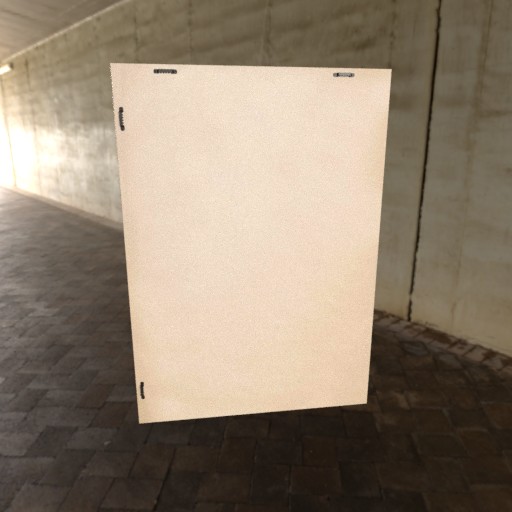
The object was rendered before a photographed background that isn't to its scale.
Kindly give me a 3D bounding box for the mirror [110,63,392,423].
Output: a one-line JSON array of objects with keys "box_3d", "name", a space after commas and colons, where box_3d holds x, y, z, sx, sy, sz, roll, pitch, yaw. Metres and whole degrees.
[{"box_3d": [0.000, 0.000, 0.898, 0.507, 0.710, 0.040, -2, 15, -8], "name": "mirror"}]
